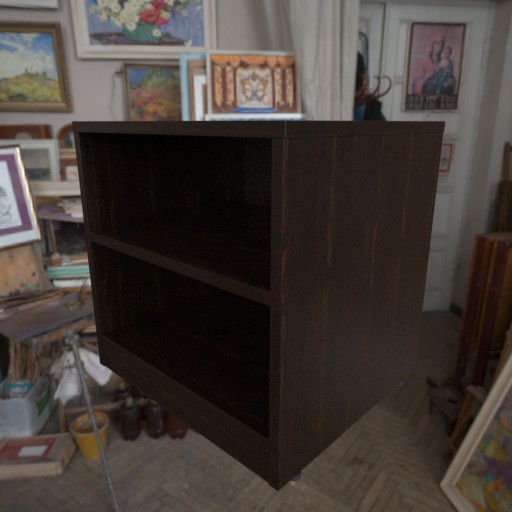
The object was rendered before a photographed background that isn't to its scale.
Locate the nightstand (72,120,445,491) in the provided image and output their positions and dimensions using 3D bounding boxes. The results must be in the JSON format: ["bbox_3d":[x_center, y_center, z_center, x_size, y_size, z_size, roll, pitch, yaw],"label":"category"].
[{"bbox_3d":[0.000,0.000,0.838,0.489,0.487,0.427,15,22,41],"label":"nightstand"}]
